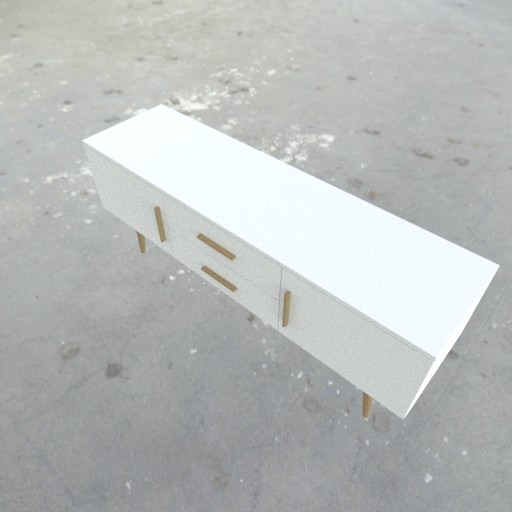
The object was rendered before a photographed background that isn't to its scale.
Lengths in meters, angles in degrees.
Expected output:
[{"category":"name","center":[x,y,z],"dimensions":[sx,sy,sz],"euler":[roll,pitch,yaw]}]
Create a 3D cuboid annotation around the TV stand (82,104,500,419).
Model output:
[{"category":"TV stand","center":[0.000,0.000,1.613],"dimensions":[1.398,0.560,0.401],"euler":[32,53,28]}]
